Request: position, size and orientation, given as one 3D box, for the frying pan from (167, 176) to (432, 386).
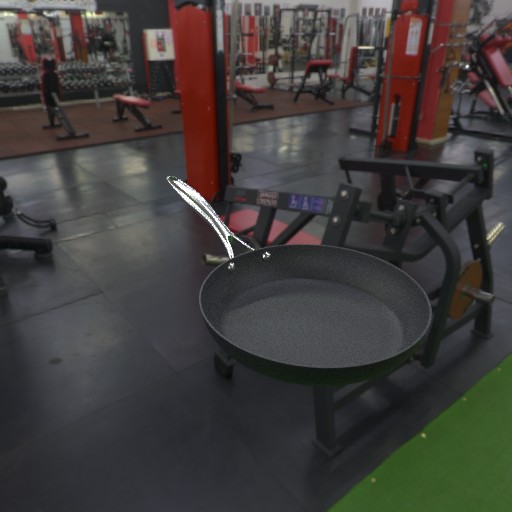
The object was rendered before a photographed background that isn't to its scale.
[{"bbox_3d":[0.000,0.000,0.579,0.255,0.105,0.472,-18,32,-32],"label":"frying pan"}]
